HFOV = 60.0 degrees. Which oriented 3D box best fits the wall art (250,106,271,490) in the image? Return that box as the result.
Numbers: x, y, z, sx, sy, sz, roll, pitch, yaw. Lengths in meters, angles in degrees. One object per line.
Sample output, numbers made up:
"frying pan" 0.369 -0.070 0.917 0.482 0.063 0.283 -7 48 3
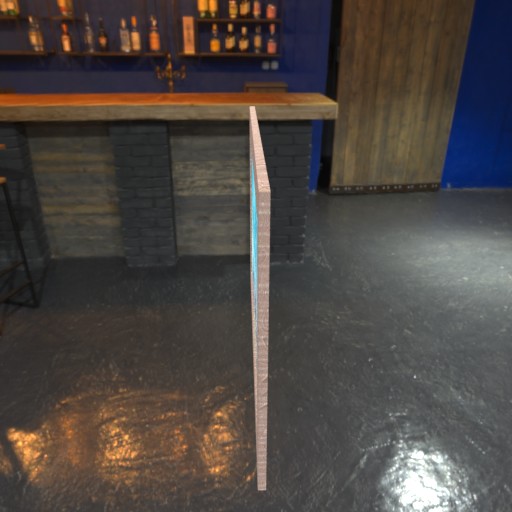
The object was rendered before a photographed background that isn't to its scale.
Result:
"wall art" 0.000 0.000 1.390 0.020 0.761 1.056 -1 26 -1
